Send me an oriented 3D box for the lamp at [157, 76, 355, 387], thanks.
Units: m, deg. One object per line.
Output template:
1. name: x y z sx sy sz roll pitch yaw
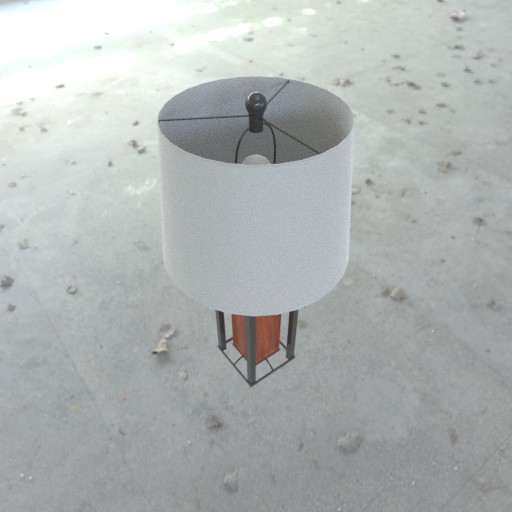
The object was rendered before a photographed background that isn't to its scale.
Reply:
1. lamp: 0.000 0.000 0.788 0.320 0.591 0.320 0 43 0
